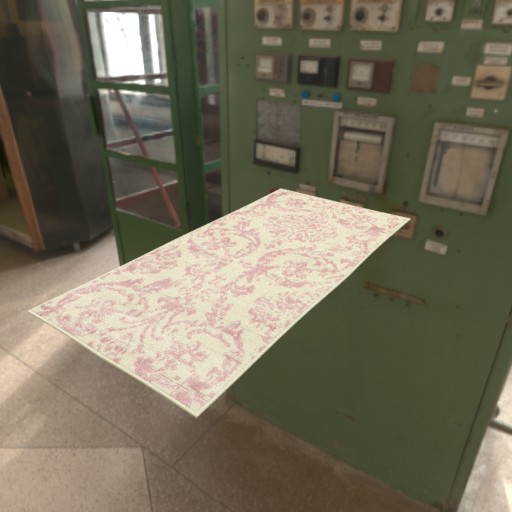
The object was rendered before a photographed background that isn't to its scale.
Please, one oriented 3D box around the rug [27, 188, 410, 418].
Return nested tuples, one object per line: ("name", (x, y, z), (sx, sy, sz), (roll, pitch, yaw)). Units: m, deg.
("rug", (0.000, 0.000, 1.444), (0.604, 0.007, 1.219), (19, 33, 31))
